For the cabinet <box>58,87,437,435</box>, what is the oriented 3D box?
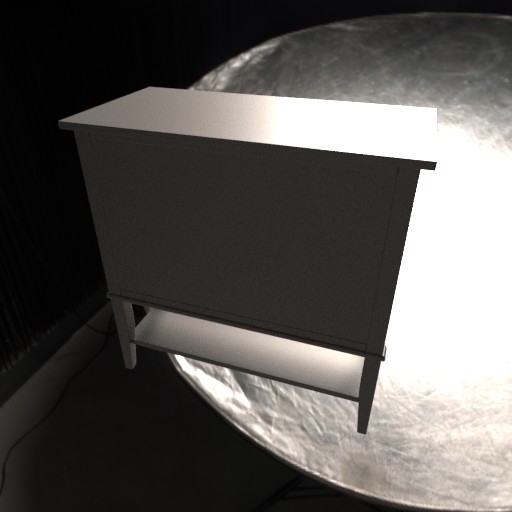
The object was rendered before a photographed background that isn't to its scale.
[{"bbox_3d":[0.000,0.000,1.243,0.801,0.780,0.396,10,33,16],"label":"cabinet"}]
